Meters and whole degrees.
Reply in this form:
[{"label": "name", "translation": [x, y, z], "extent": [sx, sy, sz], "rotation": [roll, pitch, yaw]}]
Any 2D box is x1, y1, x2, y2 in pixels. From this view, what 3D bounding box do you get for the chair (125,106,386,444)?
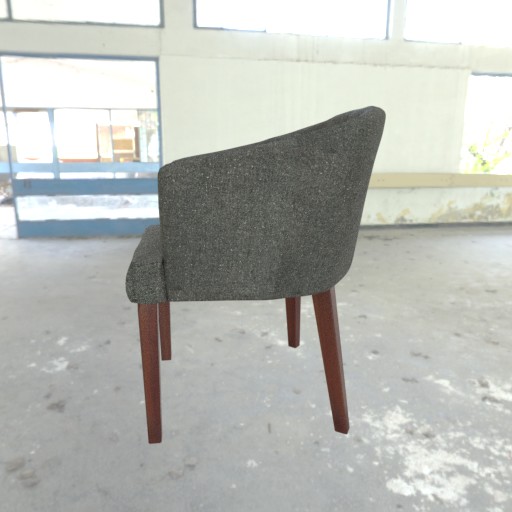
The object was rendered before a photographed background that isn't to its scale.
[{"label": "chair", "translation": [0.000, 0.000, 1.261], "extent": [0.655, 0.811, 0.583], "rotation": [-2, 13, -8]}]
